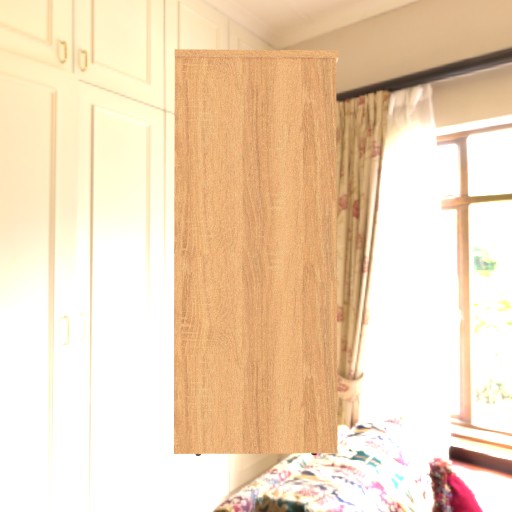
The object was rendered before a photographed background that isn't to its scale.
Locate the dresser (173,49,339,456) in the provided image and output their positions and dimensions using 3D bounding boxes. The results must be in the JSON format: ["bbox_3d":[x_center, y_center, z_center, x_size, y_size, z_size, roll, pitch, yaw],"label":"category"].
[{"bbox_3d":[0.000,0.000,1.470,0.380,0.900,0.980,0,-1,-1],"label":"dresser"}]
